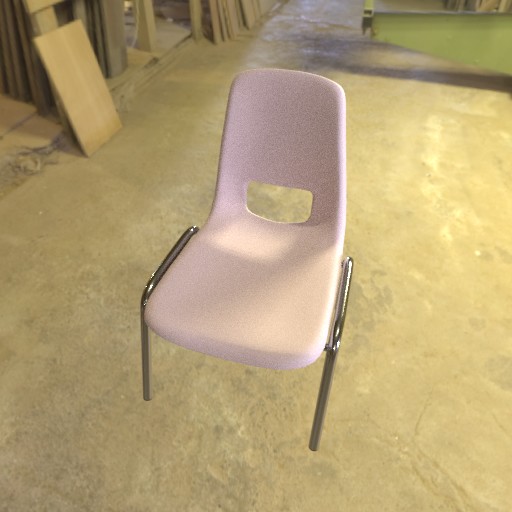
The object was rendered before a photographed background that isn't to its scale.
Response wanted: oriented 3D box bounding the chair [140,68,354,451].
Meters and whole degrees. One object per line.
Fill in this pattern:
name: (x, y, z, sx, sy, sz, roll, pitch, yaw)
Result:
chair: (0.000, 0.000, 0.800, 0.354, 0.537, 0.385, 12, 43, 13)
